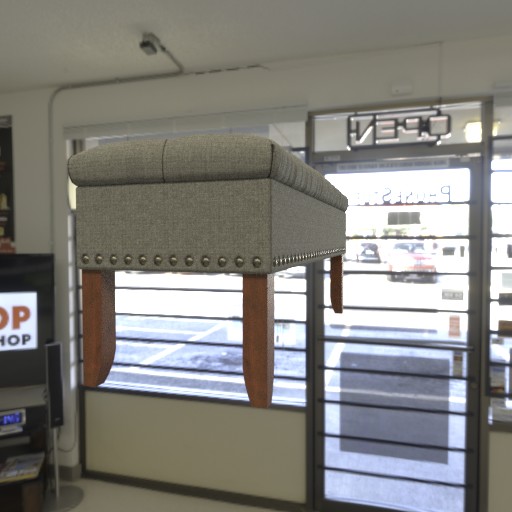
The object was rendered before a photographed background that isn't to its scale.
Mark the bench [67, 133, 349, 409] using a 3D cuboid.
[{"bbox_3d":[0.000,0.000,1.274,0.417,0.470,1.052,1,2,18],"label":"bench"}]
